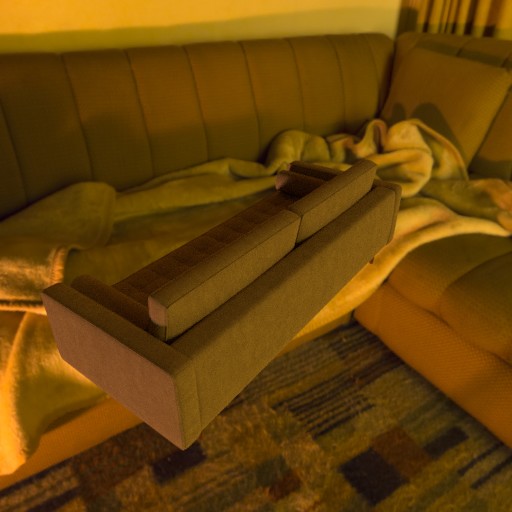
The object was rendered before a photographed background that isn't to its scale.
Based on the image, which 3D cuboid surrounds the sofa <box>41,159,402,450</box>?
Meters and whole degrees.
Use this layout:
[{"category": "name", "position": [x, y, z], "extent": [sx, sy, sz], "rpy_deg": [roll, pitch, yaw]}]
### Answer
[{"category": "sofa", "position": [0.000, 0.000, 2.655], "extent": [0.919, 0.770, 2.200], "rpy_deg": [22, 38, 31]}]
